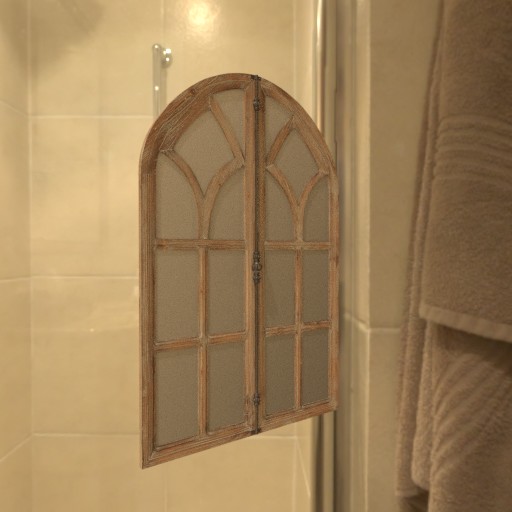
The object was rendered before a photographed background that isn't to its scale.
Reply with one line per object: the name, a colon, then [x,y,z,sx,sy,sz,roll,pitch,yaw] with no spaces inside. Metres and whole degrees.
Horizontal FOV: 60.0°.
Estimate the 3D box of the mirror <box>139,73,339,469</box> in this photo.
mirror: [0.000,0.000,1.129,0.609,0.915,0.032,-1,1,-36]
